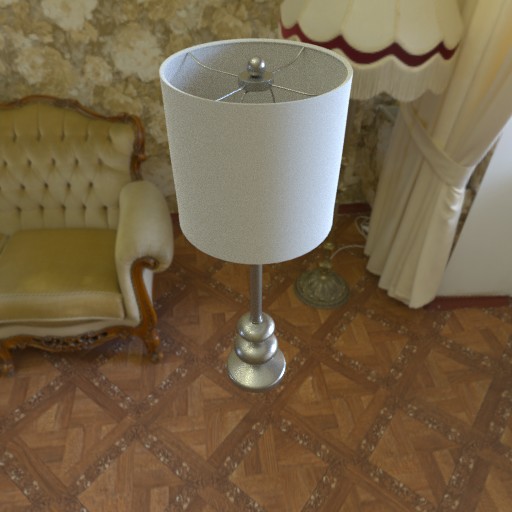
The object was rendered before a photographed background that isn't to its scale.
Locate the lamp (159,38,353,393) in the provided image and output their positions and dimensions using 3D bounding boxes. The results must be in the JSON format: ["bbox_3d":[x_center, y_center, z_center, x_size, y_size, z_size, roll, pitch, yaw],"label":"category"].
[{"bbox_3d":[0.000,0.000,0.804,0.254,0.690,0.254,26,47,26],"label":"lamp"}]
